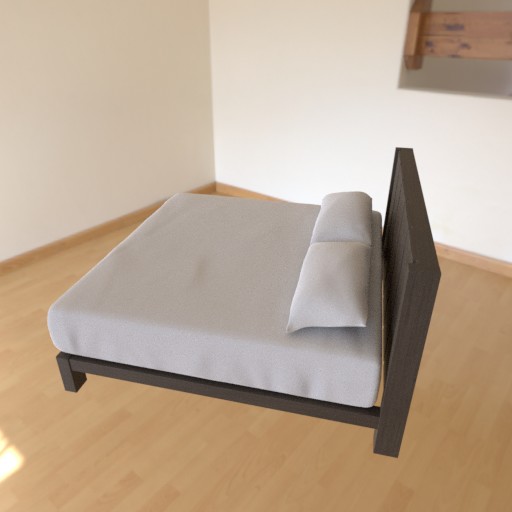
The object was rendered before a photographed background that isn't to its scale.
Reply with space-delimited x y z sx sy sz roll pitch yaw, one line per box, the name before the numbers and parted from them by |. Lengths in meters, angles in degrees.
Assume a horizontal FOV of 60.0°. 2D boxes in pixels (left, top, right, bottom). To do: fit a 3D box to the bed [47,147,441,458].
bed | 0.000 0.000 3.428 2.238 1.261 2.143 7 30 12
